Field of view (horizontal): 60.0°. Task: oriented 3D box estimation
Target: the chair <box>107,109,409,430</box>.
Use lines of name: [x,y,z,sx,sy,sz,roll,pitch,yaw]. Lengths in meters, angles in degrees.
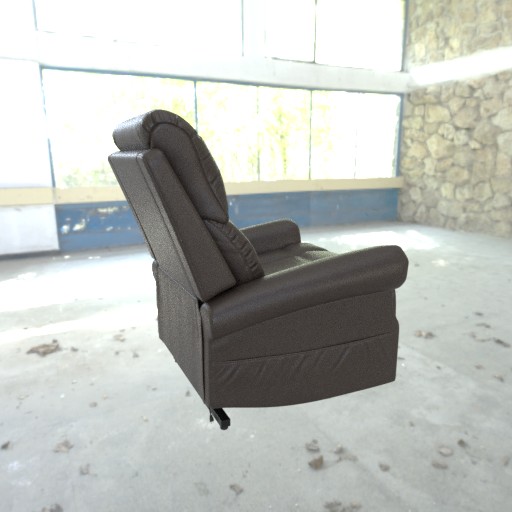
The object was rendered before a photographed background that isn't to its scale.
chair: [0.000,0.000,1.734,0.978,1.028,0.869,-6,14,-25]
